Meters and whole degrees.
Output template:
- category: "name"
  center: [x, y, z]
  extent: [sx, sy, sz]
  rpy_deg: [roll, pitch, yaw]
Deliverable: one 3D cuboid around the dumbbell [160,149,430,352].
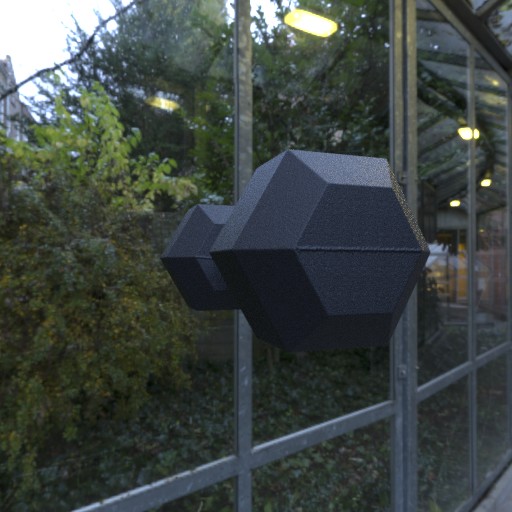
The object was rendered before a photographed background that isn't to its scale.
- category: "dumbbell"
  center: [0.000, 0.000, 0.320]
  extent: [0.106, 0.092, 0.272]
  rpy_deg: [0, -1, -20]
